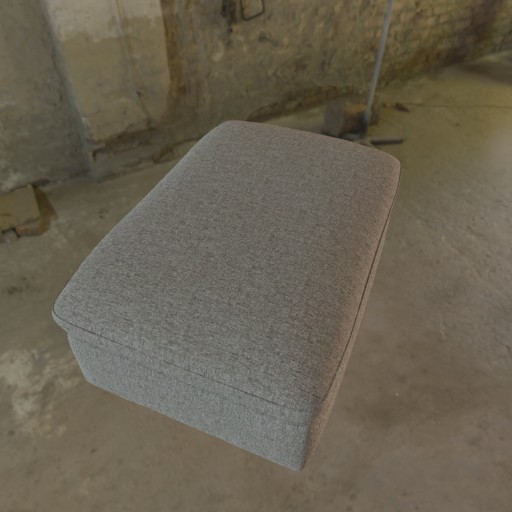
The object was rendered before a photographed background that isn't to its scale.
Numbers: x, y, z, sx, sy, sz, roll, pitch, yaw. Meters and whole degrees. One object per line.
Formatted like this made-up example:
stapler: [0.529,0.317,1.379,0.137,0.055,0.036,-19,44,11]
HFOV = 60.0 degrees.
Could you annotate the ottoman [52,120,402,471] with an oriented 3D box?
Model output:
ottoman: [0.000,0.000,1.335,0.694,0.451,0.977,17,48,16]
